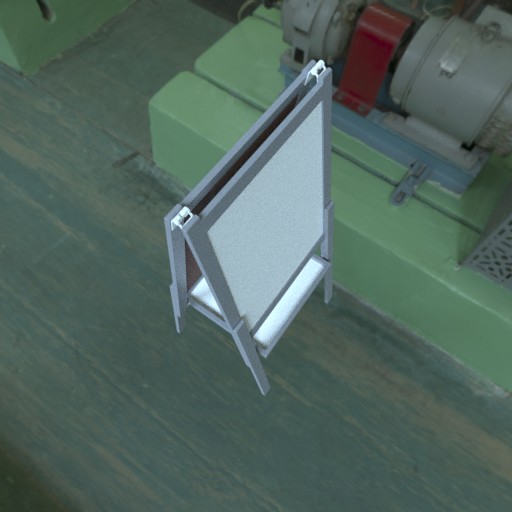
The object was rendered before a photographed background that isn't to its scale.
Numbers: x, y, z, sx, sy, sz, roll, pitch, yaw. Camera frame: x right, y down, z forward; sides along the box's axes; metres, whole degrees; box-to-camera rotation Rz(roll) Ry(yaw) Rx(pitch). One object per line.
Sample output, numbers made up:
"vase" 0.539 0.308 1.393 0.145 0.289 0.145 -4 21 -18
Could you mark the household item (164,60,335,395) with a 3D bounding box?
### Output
"household item" 0.000 0.000 1.454 0.469 1.172 0.531 33 68 15
